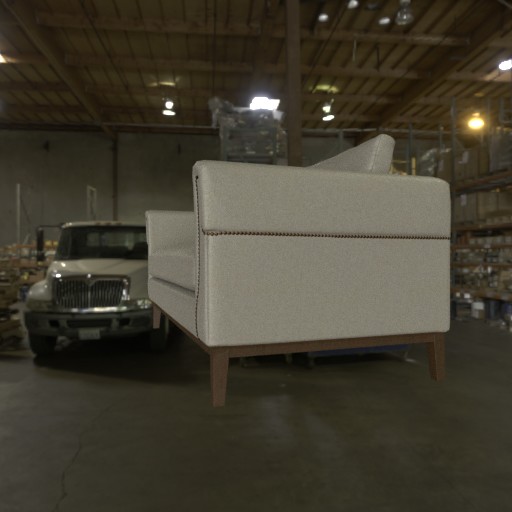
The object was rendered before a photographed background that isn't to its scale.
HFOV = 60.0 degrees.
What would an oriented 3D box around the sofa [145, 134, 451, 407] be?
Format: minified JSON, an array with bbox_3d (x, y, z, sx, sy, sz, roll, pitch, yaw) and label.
[{"bbox_3d":[0.000,0.000,2.128,0.899,0.873,1.598,0,0,-19],"label":"sofa"}]
